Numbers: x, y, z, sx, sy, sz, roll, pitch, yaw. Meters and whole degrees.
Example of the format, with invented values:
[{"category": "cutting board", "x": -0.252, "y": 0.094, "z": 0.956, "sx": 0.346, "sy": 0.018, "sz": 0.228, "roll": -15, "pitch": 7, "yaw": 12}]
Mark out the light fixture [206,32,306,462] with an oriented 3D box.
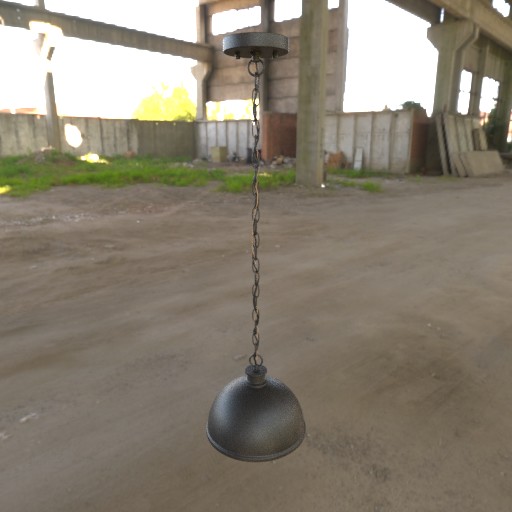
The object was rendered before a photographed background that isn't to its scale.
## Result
[{"category": "light fixture", "x": 0.000, "y": 0.000, "z": 1.219, "sx": 0.304, "sy": 1.090, "sz": 0.304, "roll": 2, "pitch": 15, "yaw": 8}]
